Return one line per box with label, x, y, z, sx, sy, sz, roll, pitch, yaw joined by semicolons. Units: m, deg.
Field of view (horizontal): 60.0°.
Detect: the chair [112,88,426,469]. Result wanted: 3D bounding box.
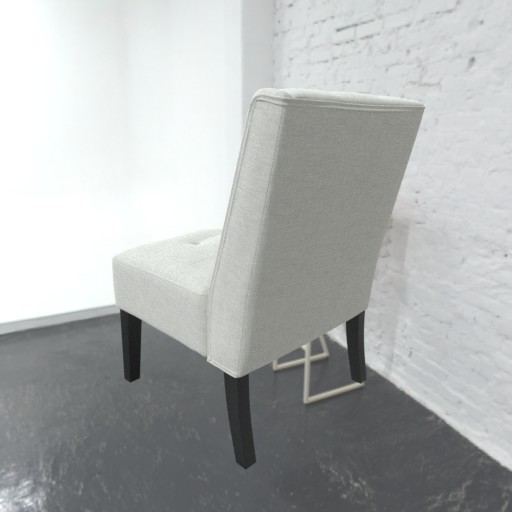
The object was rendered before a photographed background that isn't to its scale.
chair;0.000;0.000;1.269;0.676;0.853;0.569;15;22;42
